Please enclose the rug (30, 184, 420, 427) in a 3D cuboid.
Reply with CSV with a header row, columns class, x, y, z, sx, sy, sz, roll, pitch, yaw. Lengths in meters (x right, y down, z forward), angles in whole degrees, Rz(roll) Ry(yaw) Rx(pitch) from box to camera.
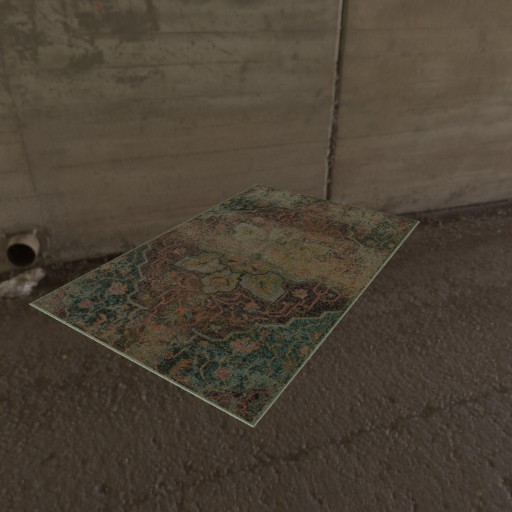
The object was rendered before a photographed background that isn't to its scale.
class,x,y,z,sx,sy,sz,roll,pitch,yaw
rug,0.000,0.000,2.983,1.566,0.004,2.363,19,34,30
